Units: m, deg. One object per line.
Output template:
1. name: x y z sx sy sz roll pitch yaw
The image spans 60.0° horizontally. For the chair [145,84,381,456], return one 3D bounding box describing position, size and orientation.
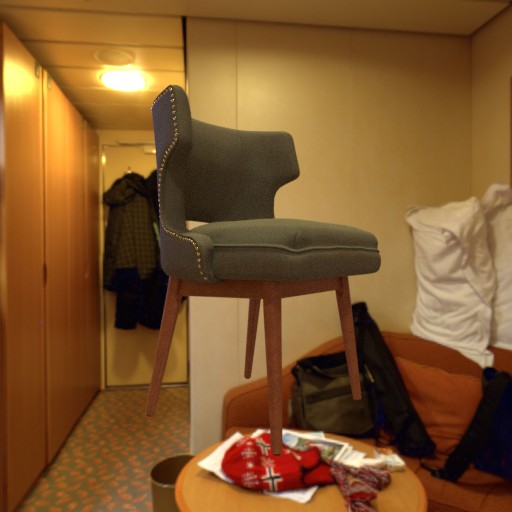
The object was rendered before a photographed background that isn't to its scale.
1. chair: 0.000 0.000 1.264 0.581 0.863 0.595 0 0 35
